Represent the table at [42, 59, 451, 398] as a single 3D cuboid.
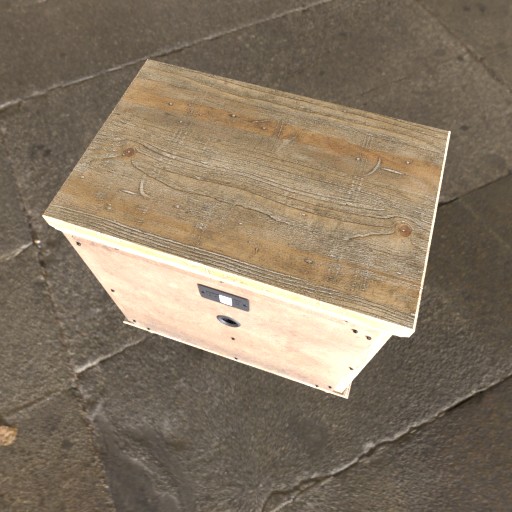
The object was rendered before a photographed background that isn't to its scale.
[{"bbox_3d":[0.000,0.000,1.167,0.686,0.711,0.457,17,63,9],"label":"table"}]
